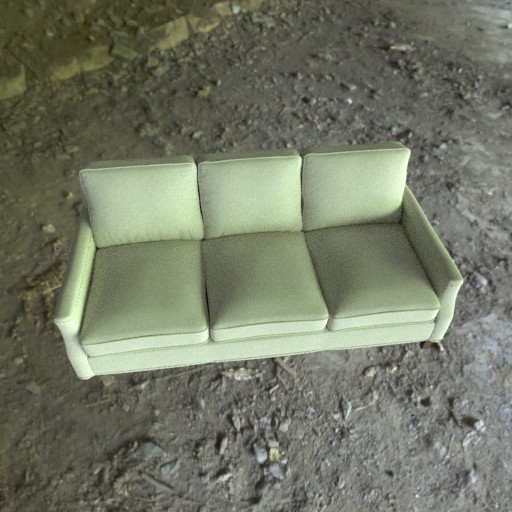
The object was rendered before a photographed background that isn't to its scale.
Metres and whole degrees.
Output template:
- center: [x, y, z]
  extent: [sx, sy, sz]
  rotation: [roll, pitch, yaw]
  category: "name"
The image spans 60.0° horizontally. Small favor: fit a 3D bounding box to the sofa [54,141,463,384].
- center: [0.000, 0.000, 2.791]
  extent: [2.246, 1.003, 1.084]
  rotation: [-5, 47, -5]
  category: "sofa"
